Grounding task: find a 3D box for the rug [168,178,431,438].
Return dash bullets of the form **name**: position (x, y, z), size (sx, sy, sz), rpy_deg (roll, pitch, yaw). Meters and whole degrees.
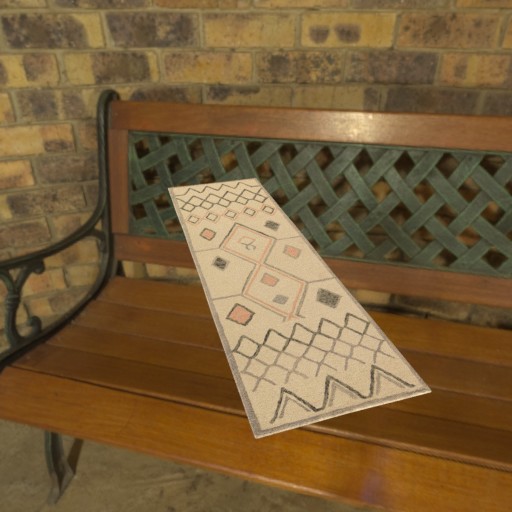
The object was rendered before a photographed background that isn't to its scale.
- **rug**: position (0.000, 0.000, 2.699), size (0.750, 0.011, 2.435), rpy_deg (-9, 33, -14)
